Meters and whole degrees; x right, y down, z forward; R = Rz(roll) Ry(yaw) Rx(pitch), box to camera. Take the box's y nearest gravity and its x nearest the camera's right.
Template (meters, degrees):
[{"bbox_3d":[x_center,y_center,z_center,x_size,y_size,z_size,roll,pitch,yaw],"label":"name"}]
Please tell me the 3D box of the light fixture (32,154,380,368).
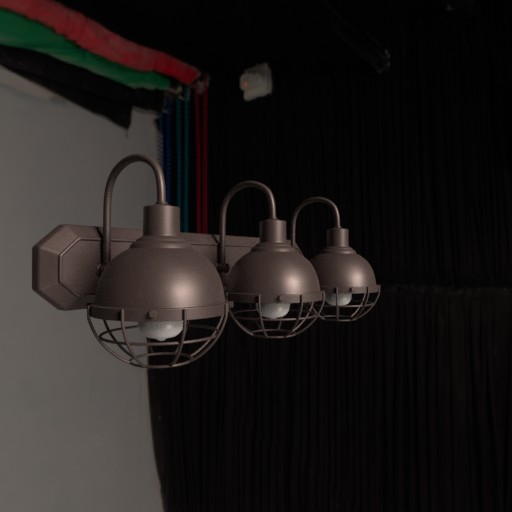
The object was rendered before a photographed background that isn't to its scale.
[{"bbox_3d":[0.000,0.000,0.740,0.229,0.254,0.634,0,-1,36],"label":"light fixture"}]
